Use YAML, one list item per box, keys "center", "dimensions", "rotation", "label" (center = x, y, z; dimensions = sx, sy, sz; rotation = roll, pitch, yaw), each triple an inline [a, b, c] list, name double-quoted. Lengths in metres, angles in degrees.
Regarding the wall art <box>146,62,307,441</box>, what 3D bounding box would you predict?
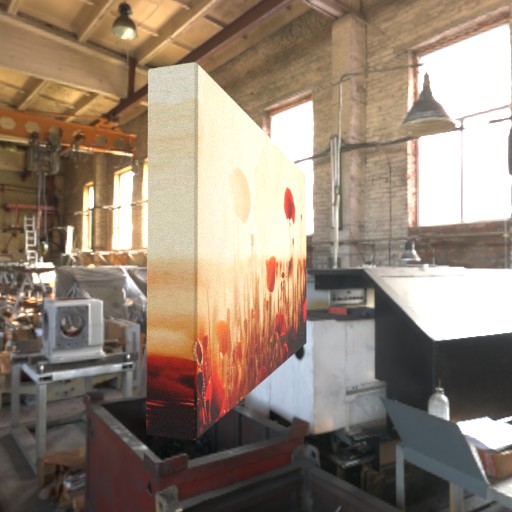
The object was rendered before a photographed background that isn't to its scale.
- center: [0.000, 0.000, 0.481]
  dimensions: [0.037, 0.251, 0.383]
  rotation: [0, -1, 17]
  label: "wall art"
